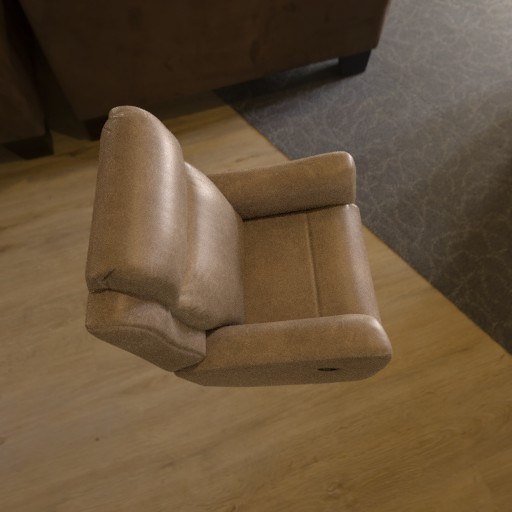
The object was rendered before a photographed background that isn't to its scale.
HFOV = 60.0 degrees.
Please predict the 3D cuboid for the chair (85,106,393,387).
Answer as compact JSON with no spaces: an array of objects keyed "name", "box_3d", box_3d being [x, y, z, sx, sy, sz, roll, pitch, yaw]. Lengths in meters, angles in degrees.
[{"name":"chair","box_3d":[0.000,0.000,1.875,1.068,1.116,0.965,-3,63,-2]}]
